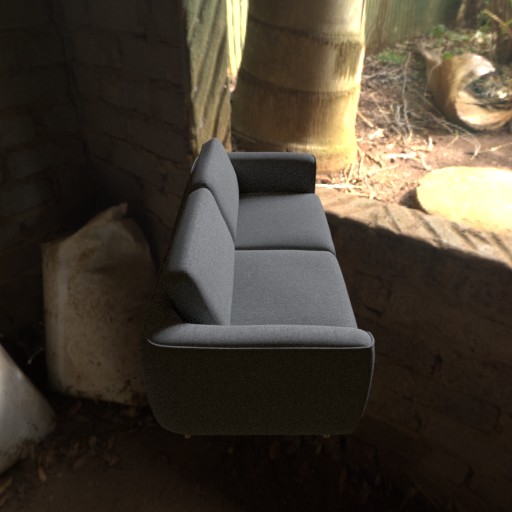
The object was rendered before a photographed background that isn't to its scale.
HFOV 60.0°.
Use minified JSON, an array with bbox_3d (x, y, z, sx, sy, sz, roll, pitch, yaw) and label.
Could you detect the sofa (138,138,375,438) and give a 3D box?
[{"bbox_3d":[0.000,0.000,2.455,0.920,0.870,2.000,0,33,0],"label":"sofa"}]
